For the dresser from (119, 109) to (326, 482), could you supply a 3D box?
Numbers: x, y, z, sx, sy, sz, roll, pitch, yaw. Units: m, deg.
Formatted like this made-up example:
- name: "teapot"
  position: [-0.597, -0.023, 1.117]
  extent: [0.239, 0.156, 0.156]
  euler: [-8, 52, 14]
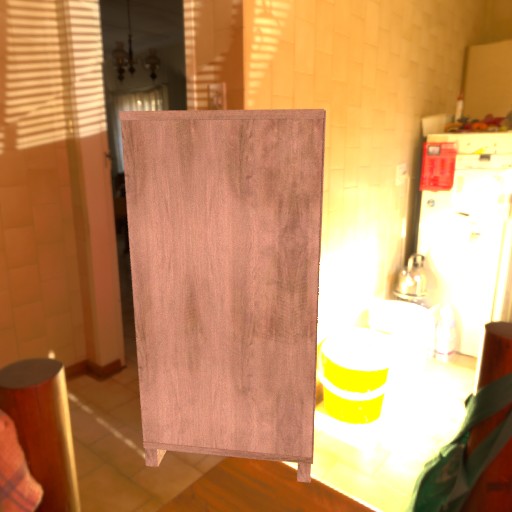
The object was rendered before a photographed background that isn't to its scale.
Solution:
- name: "dresser"
  position: [0.000, 0.000, 1.421]
  extent: [0.404, 0.816, 0.994]
  euler: [2, 14, 8]
